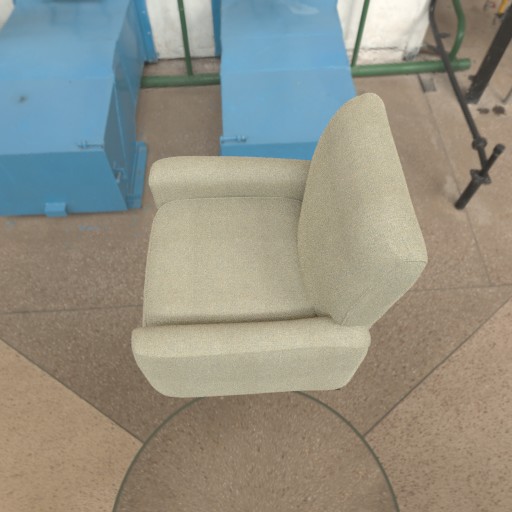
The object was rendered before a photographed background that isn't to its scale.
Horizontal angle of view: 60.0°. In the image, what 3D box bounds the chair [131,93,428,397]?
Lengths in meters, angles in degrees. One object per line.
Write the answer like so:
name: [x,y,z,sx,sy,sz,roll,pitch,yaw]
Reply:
chair: [0.000,0.000,1.642,0.853,1.006,0.850,-2,58,-1]
